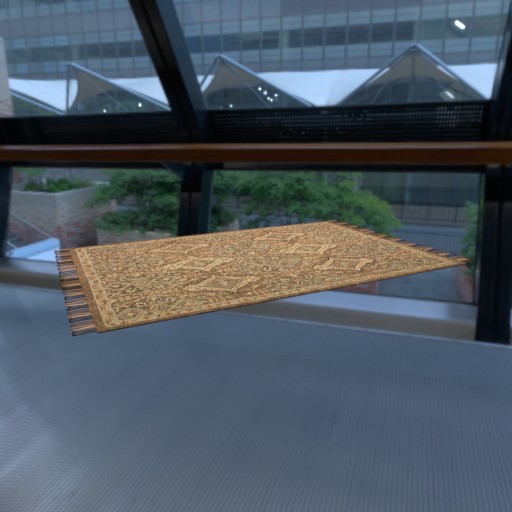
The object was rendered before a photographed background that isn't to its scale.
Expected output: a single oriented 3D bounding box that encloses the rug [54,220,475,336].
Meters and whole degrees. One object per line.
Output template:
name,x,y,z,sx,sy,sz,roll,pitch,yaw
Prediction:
rug,0.000,0.000,2.993,2.434,0.010,1.516,-8,18,-25
